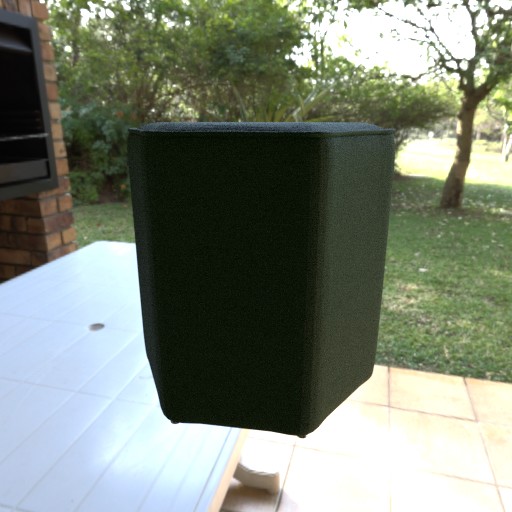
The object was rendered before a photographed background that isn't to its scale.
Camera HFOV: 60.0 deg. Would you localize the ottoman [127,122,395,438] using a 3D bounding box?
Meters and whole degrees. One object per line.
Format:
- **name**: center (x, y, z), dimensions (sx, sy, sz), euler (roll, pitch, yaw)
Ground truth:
- **ottoman**: center (0.000, 0.000, 0.879), dimensions (0.499, 0.507, 0.444), euler (3, 17, 9)
